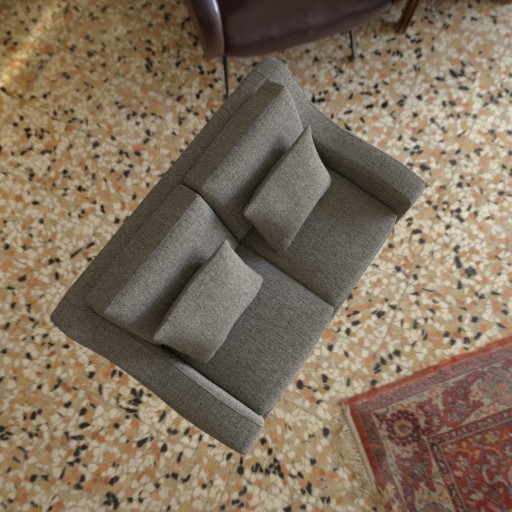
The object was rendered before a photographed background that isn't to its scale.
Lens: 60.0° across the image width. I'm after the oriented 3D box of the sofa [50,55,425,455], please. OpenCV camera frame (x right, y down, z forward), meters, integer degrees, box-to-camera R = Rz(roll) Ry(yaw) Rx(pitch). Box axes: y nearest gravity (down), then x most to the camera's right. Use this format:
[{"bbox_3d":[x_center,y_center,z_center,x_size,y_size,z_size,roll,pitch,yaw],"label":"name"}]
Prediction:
[{"bbox_3d":[0.000,0.000,2.448,1.120,0.991,1.778,35,79,8],"label":"sofa"}]
